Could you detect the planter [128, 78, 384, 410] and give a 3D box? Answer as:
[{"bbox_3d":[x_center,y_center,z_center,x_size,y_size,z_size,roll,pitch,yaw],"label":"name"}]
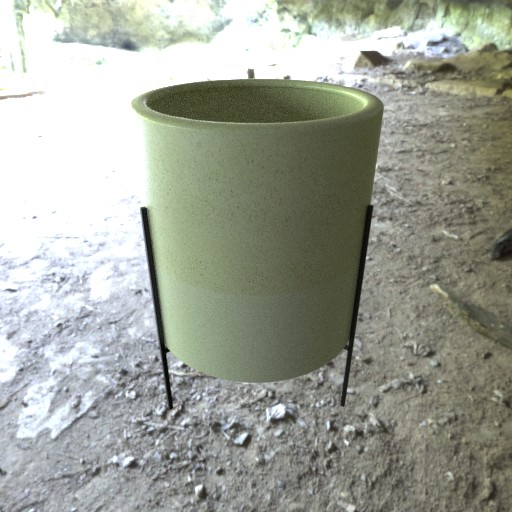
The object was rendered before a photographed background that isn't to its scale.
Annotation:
[{"bbox_3d":[0.000,0.000,0.699,0.324,0.483,0.333,-1,30,-1],"label":"planter"}]
